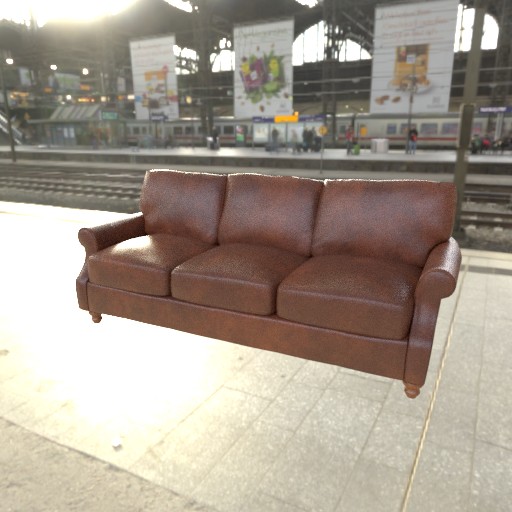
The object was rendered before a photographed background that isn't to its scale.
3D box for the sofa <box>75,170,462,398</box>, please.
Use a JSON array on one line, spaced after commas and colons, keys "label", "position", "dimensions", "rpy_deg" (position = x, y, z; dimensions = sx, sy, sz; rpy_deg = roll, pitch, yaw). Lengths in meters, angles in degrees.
[{"label": "sofa", "position": [0.000, 0.000, 2.804], "dimensions": [2.351, 0.977, 0.973], "rpy_deg": [7, 17, 25]}]
